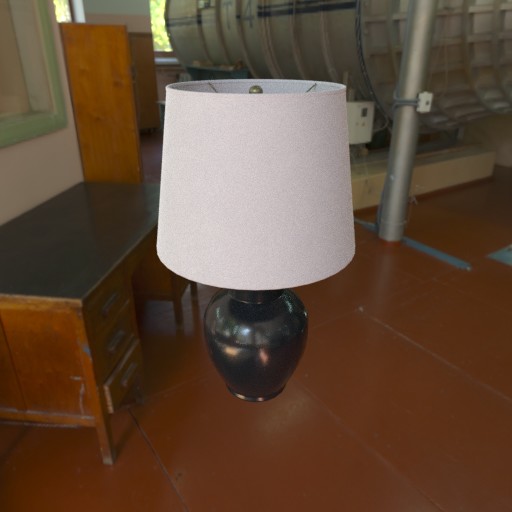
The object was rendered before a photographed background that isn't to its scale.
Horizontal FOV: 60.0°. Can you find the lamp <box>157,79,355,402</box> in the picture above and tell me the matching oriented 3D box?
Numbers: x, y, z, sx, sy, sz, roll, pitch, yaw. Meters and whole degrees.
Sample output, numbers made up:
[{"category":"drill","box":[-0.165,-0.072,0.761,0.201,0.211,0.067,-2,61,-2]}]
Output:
[{"category":"lamp","box":[0.000,0.000,0.554,0.239,0.399,0.239,0,25,0]}]
